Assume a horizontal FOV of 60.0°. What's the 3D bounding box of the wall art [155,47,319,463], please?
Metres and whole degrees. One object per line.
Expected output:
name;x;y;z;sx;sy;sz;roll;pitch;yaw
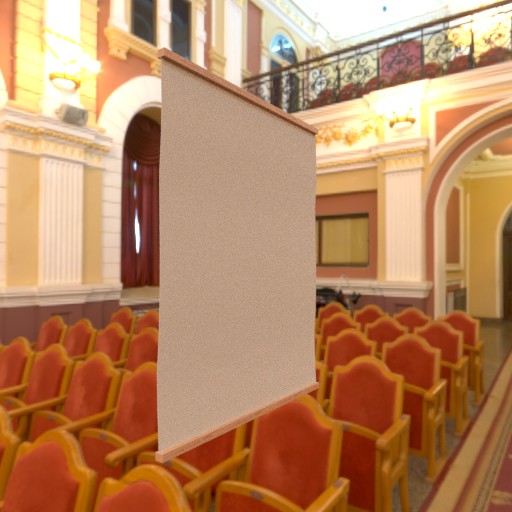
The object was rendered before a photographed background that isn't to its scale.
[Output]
wall art;0.000;0.000;0.710;0.013;0.508;0.406;-1;-1;36
